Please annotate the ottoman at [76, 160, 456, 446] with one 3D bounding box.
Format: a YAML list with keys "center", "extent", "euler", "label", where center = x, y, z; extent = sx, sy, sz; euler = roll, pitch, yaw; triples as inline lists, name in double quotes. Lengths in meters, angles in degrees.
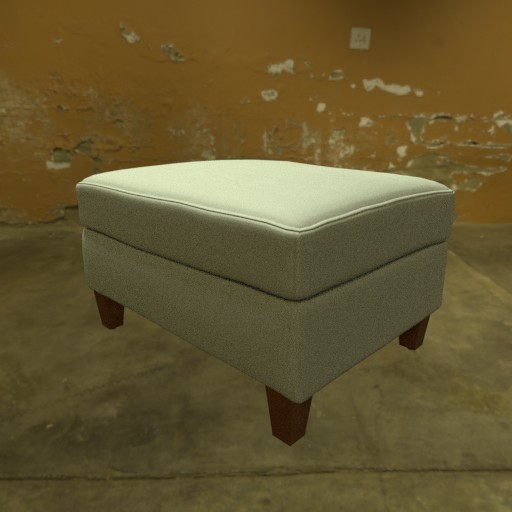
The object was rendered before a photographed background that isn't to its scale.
- center: [0.000, 0.000, 1.209]
  extent: [0.818, 0.496, 0.634]
  euler: [16, 23, 42]
  label: "ottoman"
